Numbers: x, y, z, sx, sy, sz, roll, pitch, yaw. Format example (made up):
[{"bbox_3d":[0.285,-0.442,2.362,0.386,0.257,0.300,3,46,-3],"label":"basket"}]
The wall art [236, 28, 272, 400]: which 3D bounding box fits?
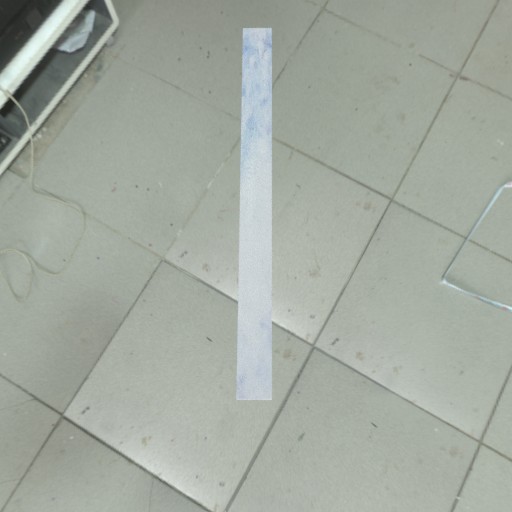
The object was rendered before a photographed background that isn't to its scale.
[{"bbox_3d":[0.000,0.000,0.776,0.036,0.581,0.437,0,76,0],"label":"wall art"}]
